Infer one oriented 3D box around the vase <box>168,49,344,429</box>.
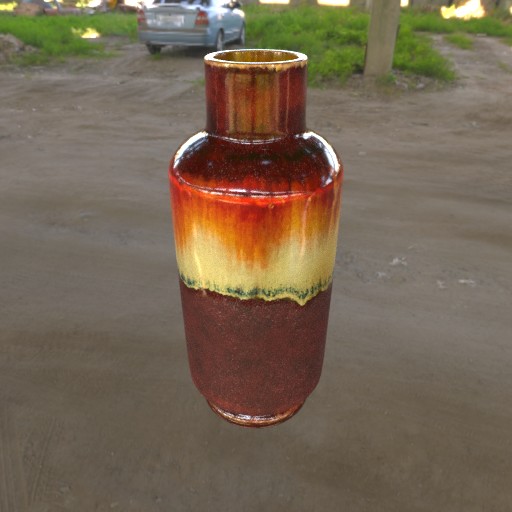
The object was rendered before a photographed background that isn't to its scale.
[{"bbox_3d":[0.000,0.000,0.314,0.111,0.261,0.111,0,32,0],"label":"vase"}]
